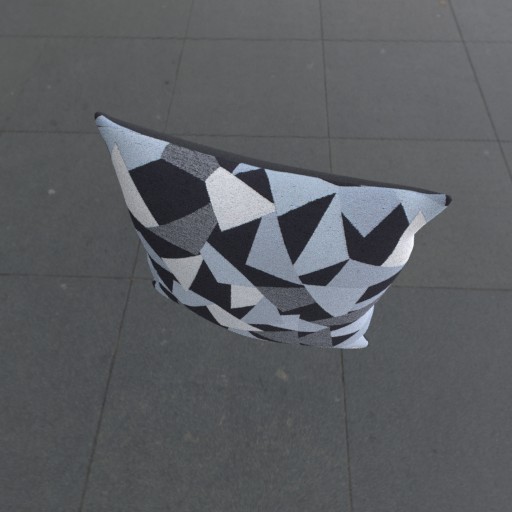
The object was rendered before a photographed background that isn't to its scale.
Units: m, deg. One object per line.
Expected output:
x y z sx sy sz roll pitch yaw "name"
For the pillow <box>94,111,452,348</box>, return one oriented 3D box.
0.000 0.000 0.779 0.503 0.496 0.208 15 59 9 "pillow"
